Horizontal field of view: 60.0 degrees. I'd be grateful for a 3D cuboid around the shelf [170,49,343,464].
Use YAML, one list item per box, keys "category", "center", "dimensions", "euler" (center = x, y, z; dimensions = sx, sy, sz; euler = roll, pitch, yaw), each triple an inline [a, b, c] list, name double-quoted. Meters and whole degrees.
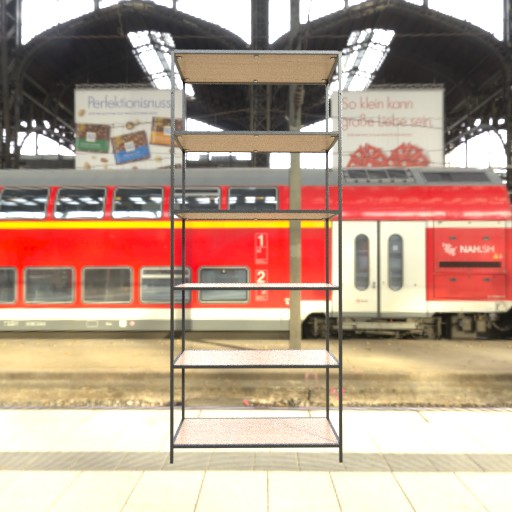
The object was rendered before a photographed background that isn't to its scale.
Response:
- category: "shelf"
  center: [0.000, 0.000, 2.160]
  dimensions: [0.770, 1.850, 0.350]
  euler: [0, -1, -1]
